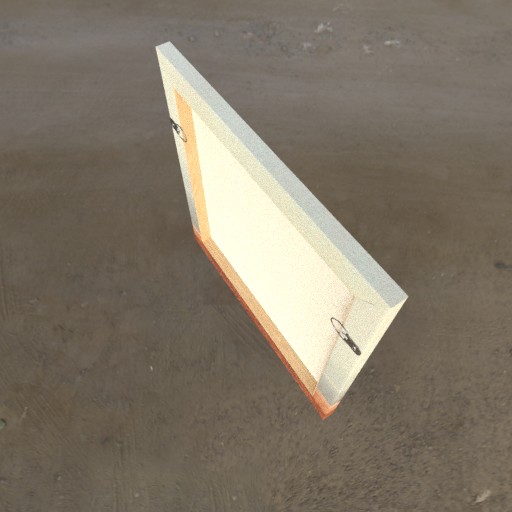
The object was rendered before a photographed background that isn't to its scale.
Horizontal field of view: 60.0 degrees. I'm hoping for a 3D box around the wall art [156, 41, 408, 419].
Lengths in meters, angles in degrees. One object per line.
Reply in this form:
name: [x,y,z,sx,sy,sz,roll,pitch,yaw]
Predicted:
wall art: [0.000,0.000,0.607,0.023,0.405,0.405,-29,63,-17]
